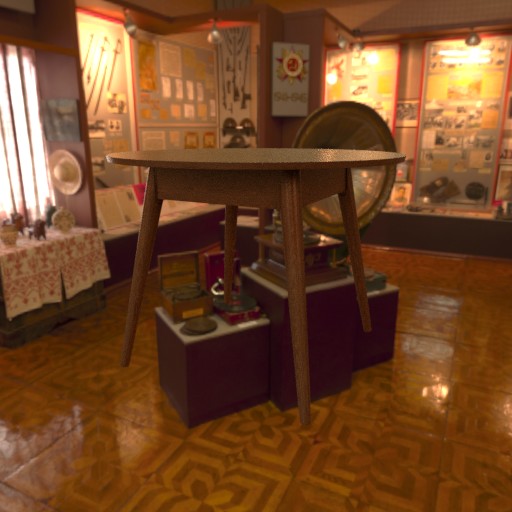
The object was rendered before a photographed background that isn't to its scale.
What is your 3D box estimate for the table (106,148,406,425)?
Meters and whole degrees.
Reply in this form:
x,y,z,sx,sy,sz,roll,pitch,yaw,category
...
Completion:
x,y,z,sx,sy,sz,roll,pitch,yaw,category
0.000,0.000,1.738,1.053,0.786,1.053,0,16,0,table
